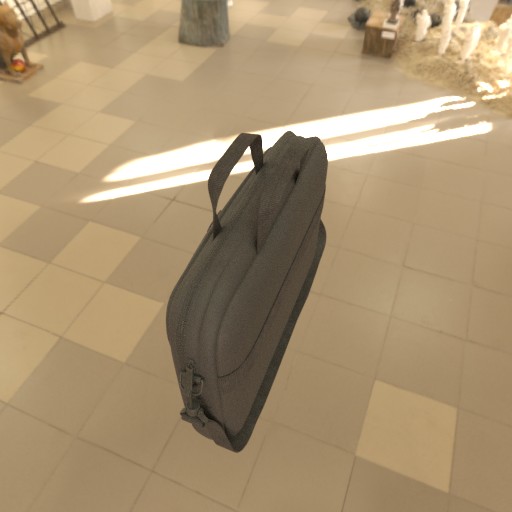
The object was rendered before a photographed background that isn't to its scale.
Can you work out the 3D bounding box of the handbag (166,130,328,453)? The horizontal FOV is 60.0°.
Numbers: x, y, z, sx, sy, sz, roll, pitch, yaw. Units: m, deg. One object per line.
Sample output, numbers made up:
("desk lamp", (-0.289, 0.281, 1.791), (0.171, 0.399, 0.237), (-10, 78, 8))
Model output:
("handbag", (0.000, 0.000, 0.433), (0.089, 0.244, 0.320), (16, 50, 15))
